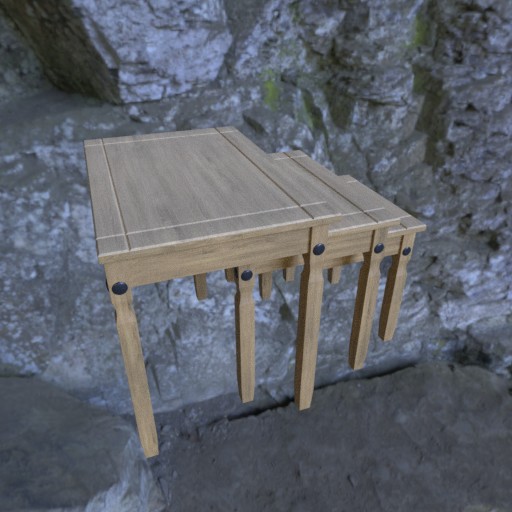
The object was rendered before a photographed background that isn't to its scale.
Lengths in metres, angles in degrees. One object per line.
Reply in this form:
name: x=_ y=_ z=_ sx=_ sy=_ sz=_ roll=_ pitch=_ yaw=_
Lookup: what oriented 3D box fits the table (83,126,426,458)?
table: x=0.000 y=0.000 z=1.209 sx=0.773 sy=0.535 sz=0.660 roll=-11 pitch=33 yaw=-17
